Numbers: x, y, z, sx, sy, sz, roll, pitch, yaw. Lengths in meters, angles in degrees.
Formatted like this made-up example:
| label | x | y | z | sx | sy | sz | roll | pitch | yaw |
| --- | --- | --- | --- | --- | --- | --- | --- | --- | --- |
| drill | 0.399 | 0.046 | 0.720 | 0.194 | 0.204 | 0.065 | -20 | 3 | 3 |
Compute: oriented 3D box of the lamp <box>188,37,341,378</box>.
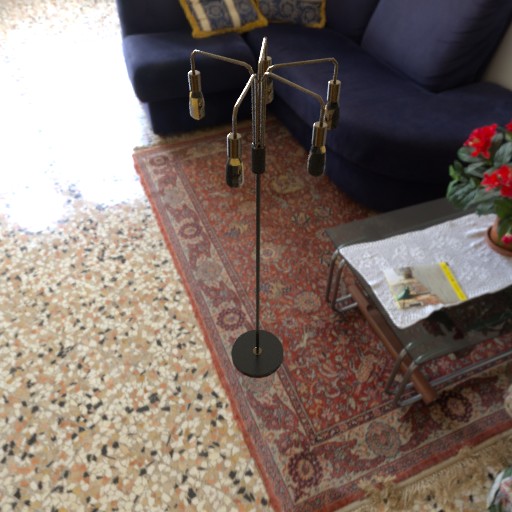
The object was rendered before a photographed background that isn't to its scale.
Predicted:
| label | x | y | z | sx | sy | sz | roll | pitch | yaw |
| --- | --- | --- | --- | --- | --- | --- | --- | --- | --- |
| lamp | 0.000 | 0.000 | 2.015 | 0.599 | 1.721 | 0.572 | 25 | 51 | 21 |
